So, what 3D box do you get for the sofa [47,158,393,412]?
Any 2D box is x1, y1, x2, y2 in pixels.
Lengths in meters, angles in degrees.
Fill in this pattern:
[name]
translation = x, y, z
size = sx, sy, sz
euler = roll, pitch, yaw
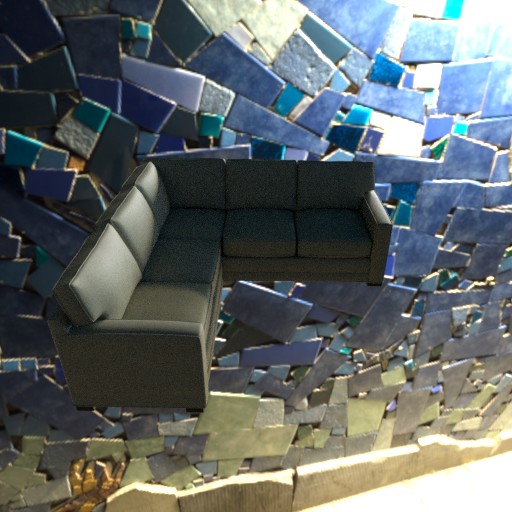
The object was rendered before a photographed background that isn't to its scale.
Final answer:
[sofa]
translation = 0.000, 0.000, 3.388
size = 2.211, 0.936, 2.188
euler = 0, 31, 0
